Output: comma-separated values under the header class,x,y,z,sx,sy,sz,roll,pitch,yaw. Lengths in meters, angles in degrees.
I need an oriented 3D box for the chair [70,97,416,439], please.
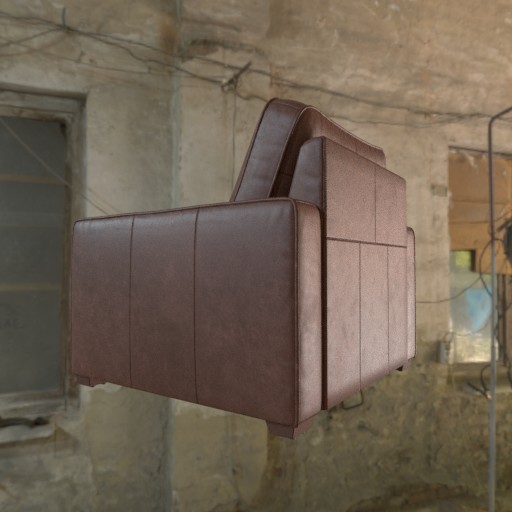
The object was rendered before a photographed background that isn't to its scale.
class,x,y,z,sx,sy,sz,roll,pitch,yaw
chair,0.000,0.000,1.704,0.940,0.919,1.017,-1,-2,35
